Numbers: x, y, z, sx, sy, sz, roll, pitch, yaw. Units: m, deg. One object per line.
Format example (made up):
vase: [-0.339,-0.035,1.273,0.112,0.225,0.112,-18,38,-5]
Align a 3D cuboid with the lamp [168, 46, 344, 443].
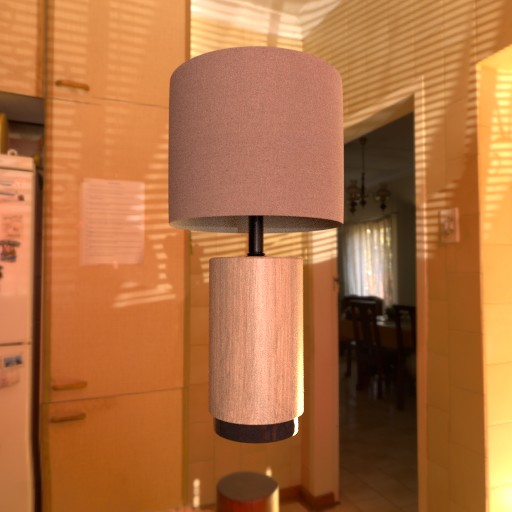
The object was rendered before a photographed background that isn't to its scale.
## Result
lamp: [0.000,0.000,0.583,0.228,0.444,0.228,-2,-3,36]
